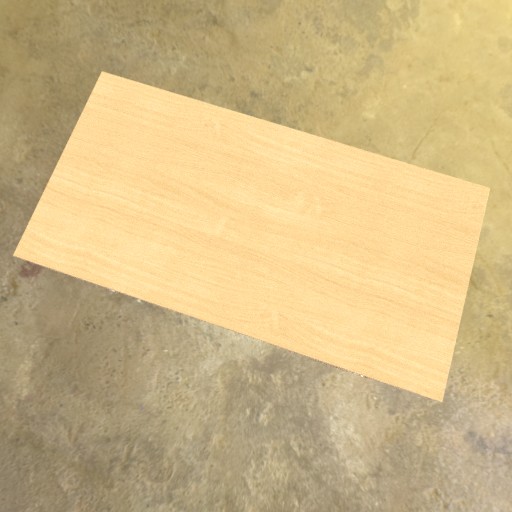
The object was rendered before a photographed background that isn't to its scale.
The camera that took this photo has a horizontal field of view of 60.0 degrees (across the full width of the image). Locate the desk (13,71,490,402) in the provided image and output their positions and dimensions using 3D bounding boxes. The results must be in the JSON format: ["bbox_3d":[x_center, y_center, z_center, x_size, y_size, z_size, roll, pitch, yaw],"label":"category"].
[{"bbox_3d":[0.000,0.000,1.488,1.097,0.735,0.560,18,77,4],"label":"desk"}]
